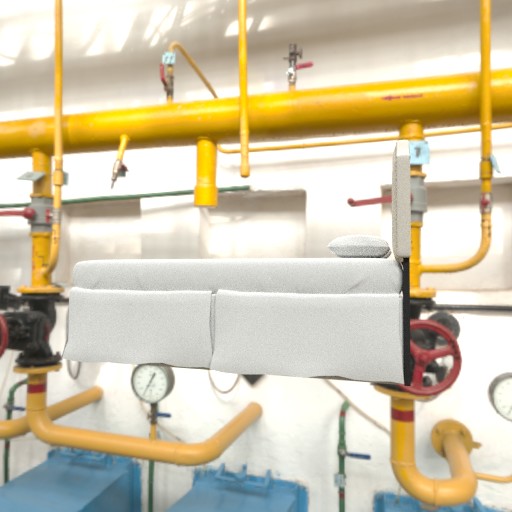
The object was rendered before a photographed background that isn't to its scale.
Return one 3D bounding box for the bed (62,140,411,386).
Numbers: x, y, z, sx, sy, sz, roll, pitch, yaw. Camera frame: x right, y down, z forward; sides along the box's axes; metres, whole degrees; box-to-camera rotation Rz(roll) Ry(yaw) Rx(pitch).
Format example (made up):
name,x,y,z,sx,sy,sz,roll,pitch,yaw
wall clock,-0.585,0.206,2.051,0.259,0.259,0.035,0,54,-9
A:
name,x,y,z,sx,sy,sz,roll,pitch,yaw
bed,0.000,0.000,3.077,1.999,1.270,1.558,-1,-2,18
